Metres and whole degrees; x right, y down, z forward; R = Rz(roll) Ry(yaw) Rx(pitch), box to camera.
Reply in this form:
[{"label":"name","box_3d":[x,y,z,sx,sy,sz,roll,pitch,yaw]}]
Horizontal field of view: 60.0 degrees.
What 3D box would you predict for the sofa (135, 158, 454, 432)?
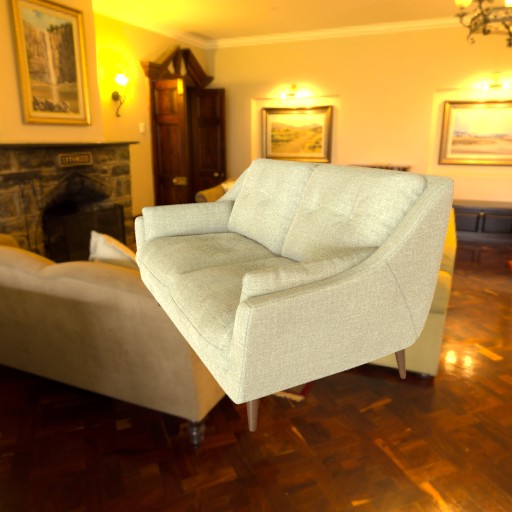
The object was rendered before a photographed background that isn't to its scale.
[{"label":"sofa","box_3d":[0.000,0.000,2.202,0.965,0.888,1.652,-7,17,-25]}]
